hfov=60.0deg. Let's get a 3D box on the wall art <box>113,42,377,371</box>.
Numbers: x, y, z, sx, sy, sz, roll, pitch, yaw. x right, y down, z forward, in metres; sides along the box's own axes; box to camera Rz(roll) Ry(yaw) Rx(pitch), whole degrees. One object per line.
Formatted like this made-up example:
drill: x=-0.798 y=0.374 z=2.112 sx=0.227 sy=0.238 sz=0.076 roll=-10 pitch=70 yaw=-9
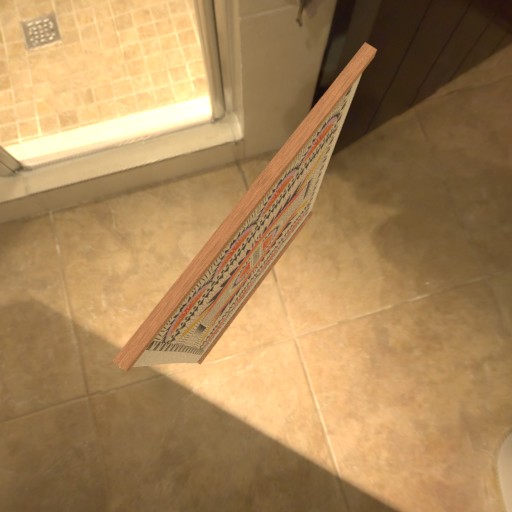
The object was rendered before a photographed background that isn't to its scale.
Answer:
wall art: x=0.000 y=0.000 z=1.296 sx=0.028 sy=1.016 sz=0.765 roll=36 pitch=79 yaw=8
